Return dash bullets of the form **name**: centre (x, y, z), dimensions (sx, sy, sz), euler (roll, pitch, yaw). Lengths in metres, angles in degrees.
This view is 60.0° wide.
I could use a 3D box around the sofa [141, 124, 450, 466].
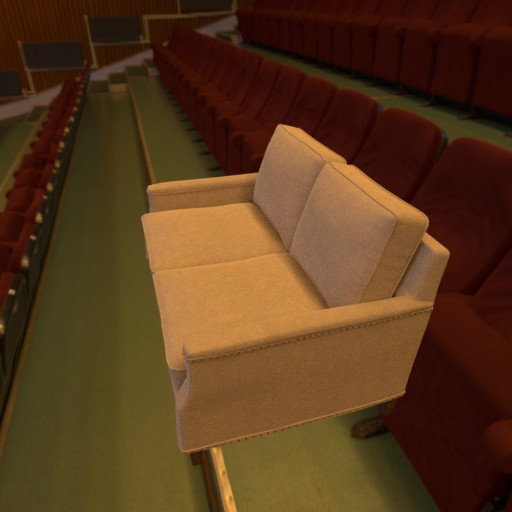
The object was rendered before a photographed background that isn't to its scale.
- **sofa**: centre (0.000, 0.000, 2.302), dimensions (1.084, 1.002, 1.597), euler (-9, 32, -14)
